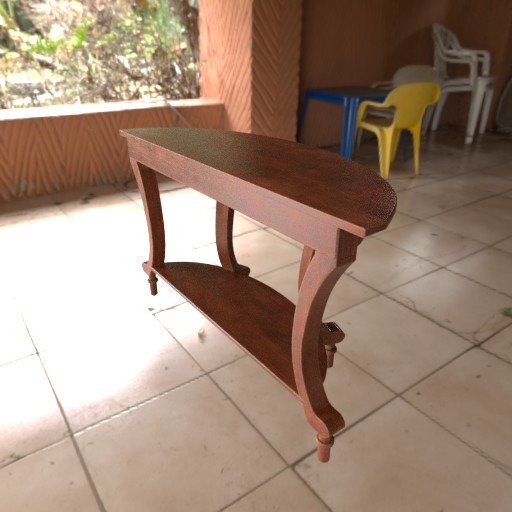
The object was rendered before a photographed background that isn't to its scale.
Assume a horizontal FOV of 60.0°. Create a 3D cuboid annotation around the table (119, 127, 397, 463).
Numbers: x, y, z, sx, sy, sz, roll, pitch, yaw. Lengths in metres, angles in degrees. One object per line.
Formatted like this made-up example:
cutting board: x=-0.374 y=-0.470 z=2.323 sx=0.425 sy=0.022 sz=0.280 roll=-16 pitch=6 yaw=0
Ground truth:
table: x=0.000 y=0.000 z=1.495 sx=0.394 sy=0.699 sz=1.198 roll=-18 pitch=32 yaw=-32
